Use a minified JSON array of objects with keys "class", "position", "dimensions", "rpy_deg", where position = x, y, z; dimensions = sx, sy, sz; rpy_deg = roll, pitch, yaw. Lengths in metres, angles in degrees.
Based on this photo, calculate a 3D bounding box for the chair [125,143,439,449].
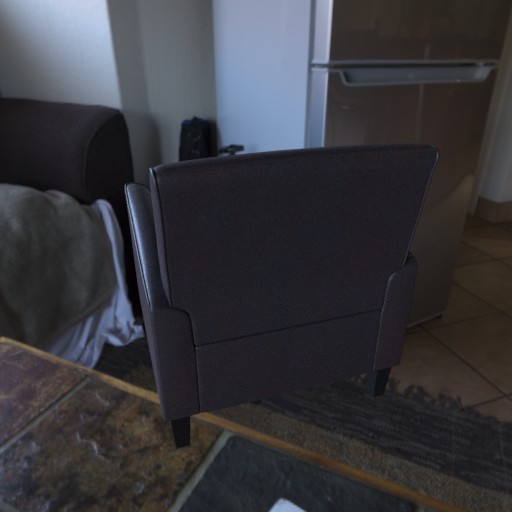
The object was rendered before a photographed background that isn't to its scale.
[{"class":"chair","position":[0.000,0.000,1.572],"dimensions":[0.820,0.916,0.819],"rpy_deg":[-8,28,-16]}]
